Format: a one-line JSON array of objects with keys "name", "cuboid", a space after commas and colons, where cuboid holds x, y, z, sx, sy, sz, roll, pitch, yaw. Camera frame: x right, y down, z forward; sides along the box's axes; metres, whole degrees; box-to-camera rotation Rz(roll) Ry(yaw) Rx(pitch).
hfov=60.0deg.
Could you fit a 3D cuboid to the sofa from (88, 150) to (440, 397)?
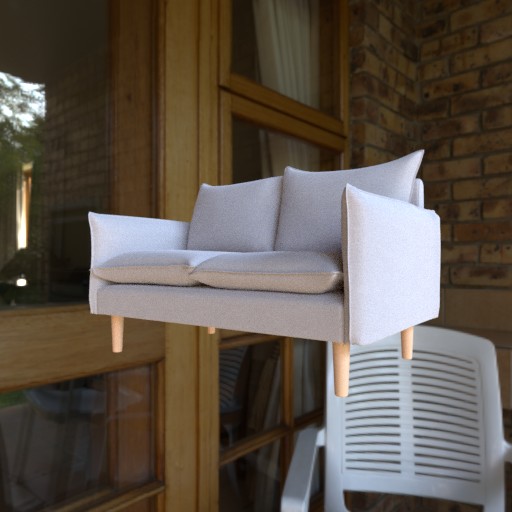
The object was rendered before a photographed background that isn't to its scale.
[{"name": "sofa", "cuboid": [0.000, 0.000, 1.876, 1.300, 0.840, 0.820, 0, -1, 36]}]
